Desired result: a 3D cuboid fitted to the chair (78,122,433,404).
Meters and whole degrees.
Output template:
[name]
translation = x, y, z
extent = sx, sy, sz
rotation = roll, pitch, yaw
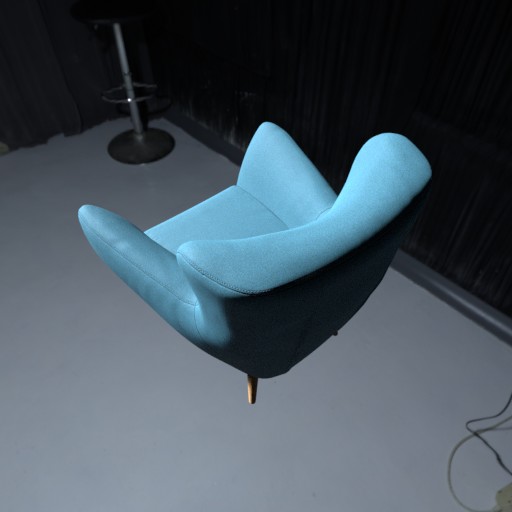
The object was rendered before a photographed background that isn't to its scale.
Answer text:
[chair]
translation = 0.000, 0.000, 1.578
extent = 0.890, 0.889, 0.889
rotation = -32, 55, -26
